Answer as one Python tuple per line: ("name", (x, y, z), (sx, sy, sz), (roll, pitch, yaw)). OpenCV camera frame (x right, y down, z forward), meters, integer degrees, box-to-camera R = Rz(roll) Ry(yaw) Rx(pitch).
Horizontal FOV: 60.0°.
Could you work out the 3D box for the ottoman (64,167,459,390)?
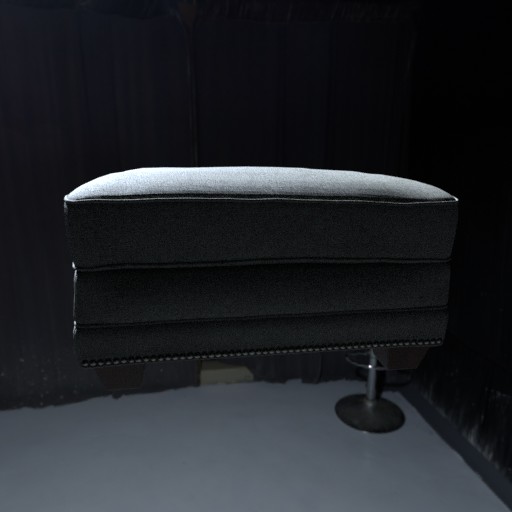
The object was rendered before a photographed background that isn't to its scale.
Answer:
("ottoman", (0.000, 0.000, 1.149), (0.813, 0.457, 0.561), (-2, 14, -8))
